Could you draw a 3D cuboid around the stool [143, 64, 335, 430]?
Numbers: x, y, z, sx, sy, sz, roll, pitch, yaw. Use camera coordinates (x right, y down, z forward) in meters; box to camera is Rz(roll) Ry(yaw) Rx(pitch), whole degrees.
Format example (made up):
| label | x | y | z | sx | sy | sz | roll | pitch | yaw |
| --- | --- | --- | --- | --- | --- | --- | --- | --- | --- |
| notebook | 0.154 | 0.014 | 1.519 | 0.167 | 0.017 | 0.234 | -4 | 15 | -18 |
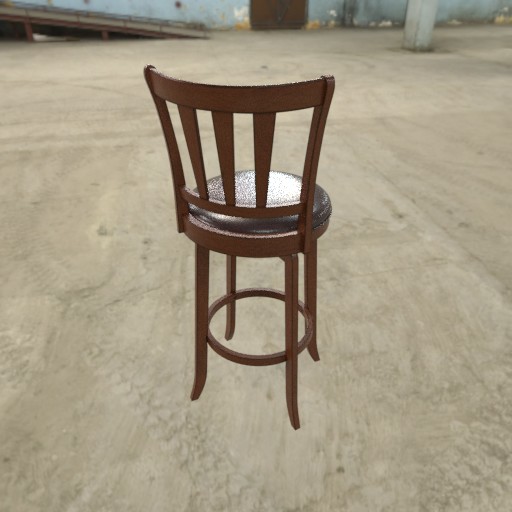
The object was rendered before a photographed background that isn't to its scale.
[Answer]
| label | x | y | z | sx | sy | sz | roll | pitch | yaw |
| --- | --- | --- | --- | --- | --- | --- | --- | --- | --- |
| stool | 0.000 | 0.000 | 1.438 | 0.464 | 1.177 | 0.503 | 10 | 33 | 16 |
